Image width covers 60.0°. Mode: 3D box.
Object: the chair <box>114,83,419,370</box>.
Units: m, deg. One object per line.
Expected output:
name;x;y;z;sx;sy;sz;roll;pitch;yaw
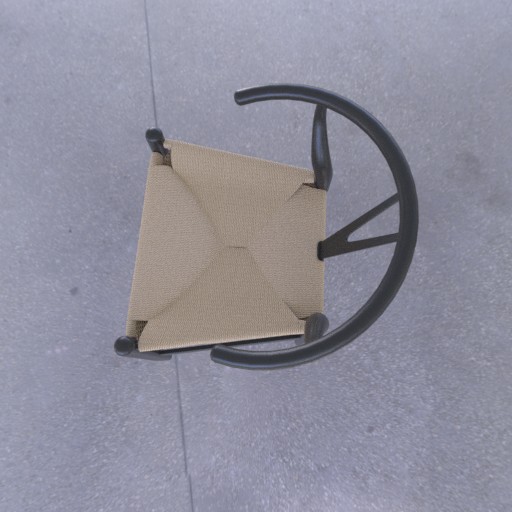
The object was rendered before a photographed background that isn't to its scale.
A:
chair;0.000;0.000;1.125;0.570;0.739;0.570;4;75;1
